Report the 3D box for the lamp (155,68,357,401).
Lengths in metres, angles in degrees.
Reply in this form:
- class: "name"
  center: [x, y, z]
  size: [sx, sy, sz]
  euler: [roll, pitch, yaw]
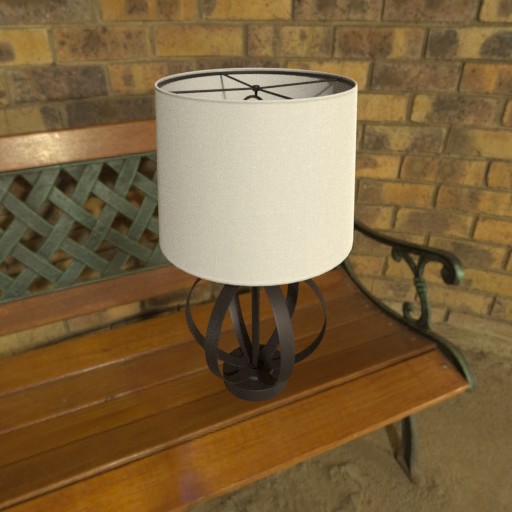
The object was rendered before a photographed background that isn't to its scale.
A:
- class: "lamp"
  center: [0.000, 0.000, 0.687]
  size: [0.286, 0.510, 0.286]
  euler: [0, 30, 0]
